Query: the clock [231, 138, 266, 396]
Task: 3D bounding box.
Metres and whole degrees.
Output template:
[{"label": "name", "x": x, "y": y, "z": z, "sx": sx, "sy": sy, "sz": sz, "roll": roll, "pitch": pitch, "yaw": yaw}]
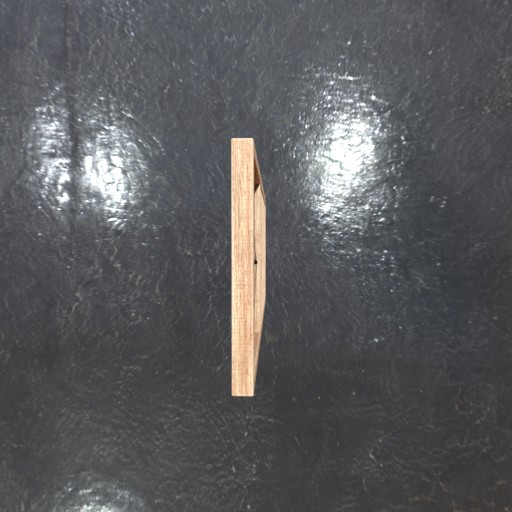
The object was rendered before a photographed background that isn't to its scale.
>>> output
[{"label": "clock", "x": 0.000, "y": 0.000, "z": 1.099, "sx": 0.030, "sy": 0.965, "sz": 0.361, "roll": 0, "pitch": 92, "yaw": 2}]
